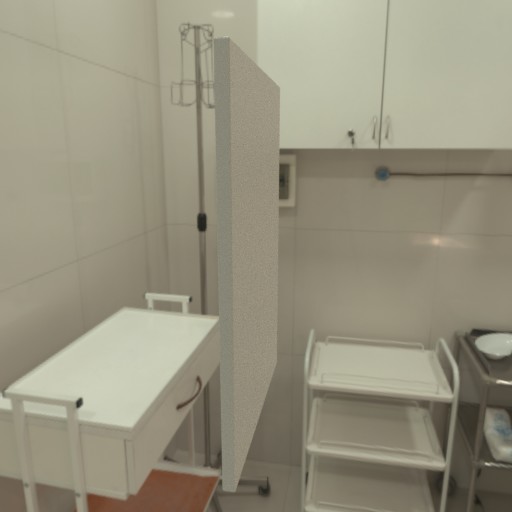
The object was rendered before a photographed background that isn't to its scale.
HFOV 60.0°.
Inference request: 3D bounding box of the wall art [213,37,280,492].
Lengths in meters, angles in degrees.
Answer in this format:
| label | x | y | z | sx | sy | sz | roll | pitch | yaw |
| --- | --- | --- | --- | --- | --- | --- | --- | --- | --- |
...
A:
| label | x | y | z | sx | sy | sz | roll | pitch | yaw |
| --- | --- | --- | --- | --- | --- | --- | --- | --- | --- |
| wall art | 0.000 | 0.000 | 1.501 | 0.038 | 1.183 | 0.808 | 3 | 14 | 11 |
